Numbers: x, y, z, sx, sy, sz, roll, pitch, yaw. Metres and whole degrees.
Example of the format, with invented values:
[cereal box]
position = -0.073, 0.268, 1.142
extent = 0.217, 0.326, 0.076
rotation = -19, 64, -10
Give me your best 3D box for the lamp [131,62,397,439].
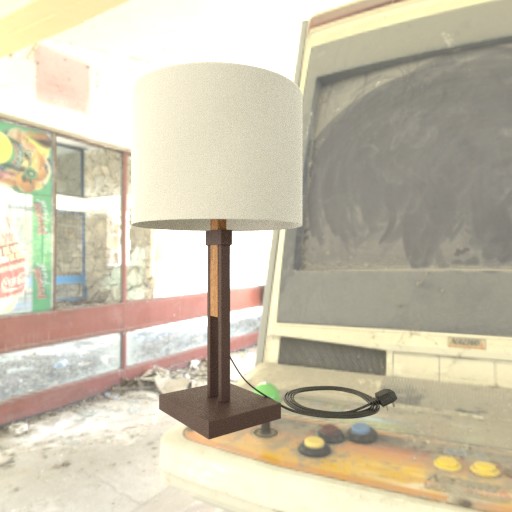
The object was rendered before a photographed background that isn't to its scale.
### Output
[lamp]
position = 0.000, 0.000, 0.975
extent = 0.525, 0.668, 0.396
rotation = 0, 0, -38
